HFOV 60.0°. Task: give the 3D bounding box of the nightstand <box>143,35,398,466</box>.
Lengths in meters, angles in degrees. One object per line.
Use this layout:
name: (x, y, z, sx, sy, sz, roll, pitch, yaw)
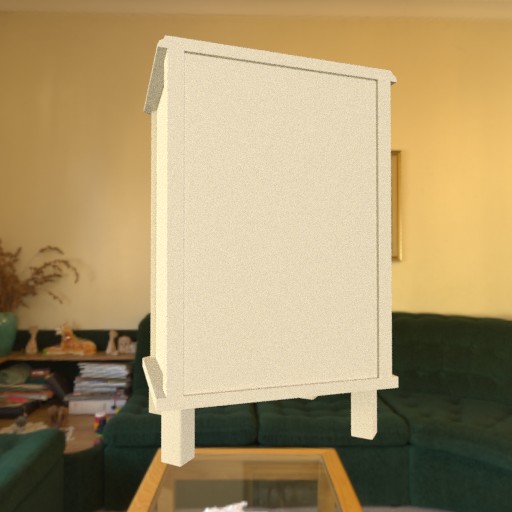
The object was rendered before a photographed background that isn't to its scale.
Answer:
nightstand: (0.000, 0.000, 0.915, 0.435, 0.681, 0.351, 0, -1, -18)
